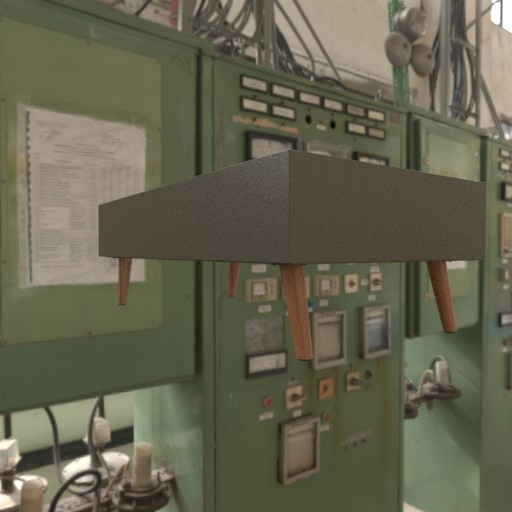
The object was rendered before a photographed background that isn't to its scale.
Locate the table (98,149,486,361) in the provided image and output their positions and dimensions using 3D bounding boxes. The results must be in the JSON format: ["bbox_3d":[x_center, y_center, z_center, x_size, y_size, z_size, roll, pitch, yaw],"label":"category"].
[{"bbox_3d":[0.000,0.000,1.497,0.703,0.404,1.201,0,1,-35],"label":"table"}]
